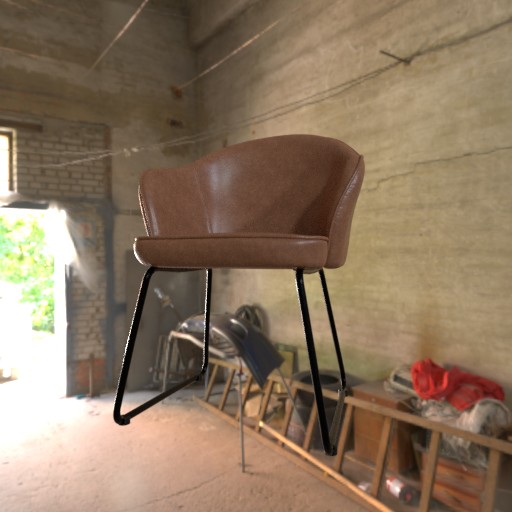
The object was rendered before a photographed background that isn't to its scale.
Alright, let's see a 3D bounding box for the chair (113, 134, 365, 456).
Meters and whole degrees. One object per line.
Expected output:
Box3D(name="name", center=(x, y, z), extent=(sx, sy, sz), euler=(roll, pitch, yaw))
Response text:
Box3D(name="chair", center=(0.000, 0.000, 1.194), extent=(0.582, 0.785, 0.580), euler=(0, 0, 18))
